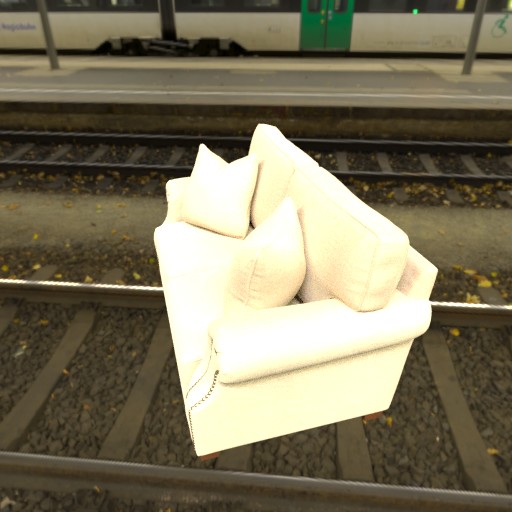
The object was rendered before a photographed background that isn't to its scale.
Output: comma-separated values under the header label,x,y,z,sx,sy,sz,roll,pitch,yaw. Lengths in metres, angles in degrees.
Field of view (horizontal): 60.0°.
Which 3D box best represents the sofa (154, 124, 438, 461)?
label,x,y,z,sx,sy,sz,roll,pitch,yaw
sofa,0.000,0.000,2.289,0.966,0.966,1.701,-8,31,-14
